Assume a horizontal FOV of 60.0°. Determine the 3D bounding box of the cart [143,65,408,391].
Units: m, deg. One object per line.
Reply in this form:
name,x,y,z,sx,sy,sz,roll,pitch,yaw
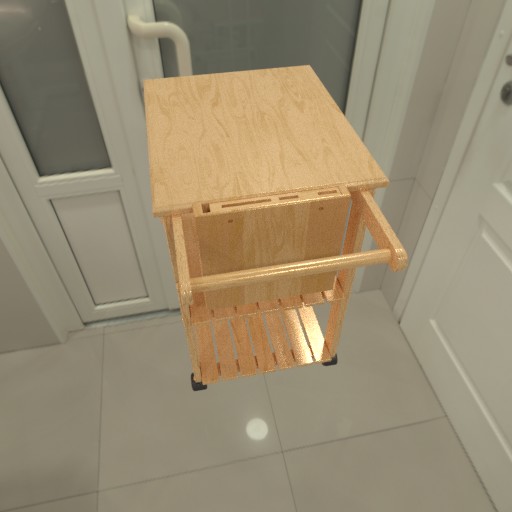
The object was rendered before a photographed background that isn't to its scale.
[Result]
cart,0.000,0.000,1.370,0.520,0.816,0.843,-9,47,-8
